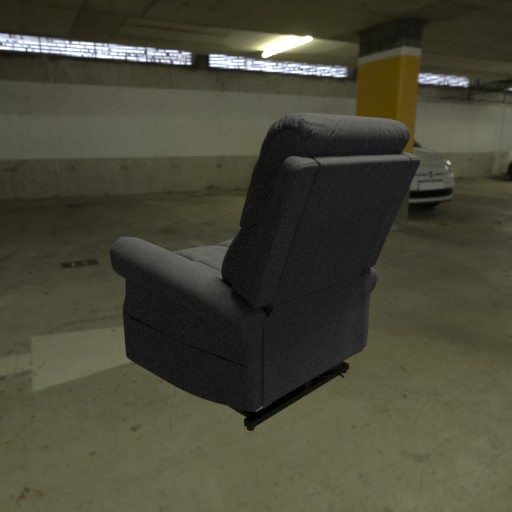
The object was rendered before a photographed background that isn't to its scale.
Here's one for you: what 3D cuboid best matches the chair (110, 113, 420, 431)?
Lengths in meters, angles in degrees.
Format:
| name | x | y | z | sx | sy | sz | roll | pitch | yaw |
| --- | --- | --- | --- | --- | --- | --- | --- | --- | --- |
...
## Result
| name | x | y | z | sx | sy | sz | roll | pitch | yaw |
| --- | --- | --- | --- | --- | --- | --- | --- | --- | --- |
| chair | 0.000 | 0.000 | 1.755 | 0.871 | 1.031 | 0.979 | -14 | 20 | -43 |
